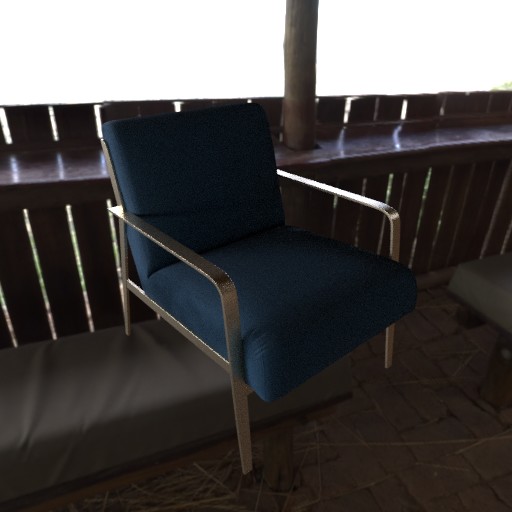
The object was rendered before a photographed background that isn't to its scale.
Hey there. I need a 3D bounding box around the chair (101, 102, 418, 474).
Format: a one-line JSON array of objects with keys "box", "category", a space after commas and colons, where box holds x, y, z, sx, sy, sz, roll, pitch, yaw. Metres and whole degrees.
[{"box": [0.000, 0.000, 1.452, 0.692, 0.831, 0.859, -22, 35, -35], "category": "chair"}]
